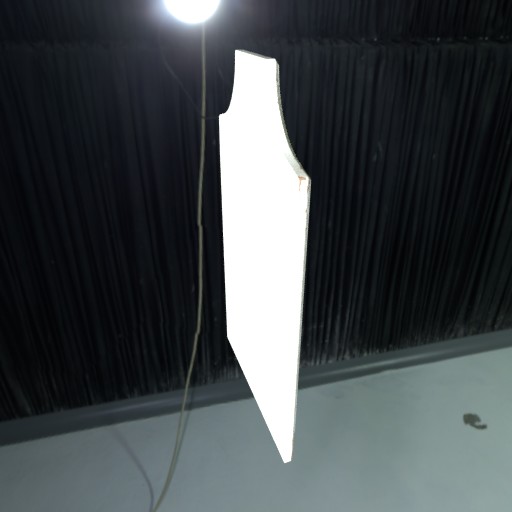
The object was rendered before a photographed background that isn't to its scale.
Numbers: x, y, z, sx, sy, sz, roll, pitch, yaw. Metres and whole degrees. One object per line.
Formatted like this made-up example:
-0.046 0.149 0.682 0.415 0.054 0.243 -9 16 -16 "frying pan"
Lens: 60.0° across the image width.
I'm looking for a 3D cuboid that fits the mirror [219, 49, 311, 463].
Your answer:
0.000 0.000 0.861 0.022 0.717 0.403 -10 31 -17 "mirror"
